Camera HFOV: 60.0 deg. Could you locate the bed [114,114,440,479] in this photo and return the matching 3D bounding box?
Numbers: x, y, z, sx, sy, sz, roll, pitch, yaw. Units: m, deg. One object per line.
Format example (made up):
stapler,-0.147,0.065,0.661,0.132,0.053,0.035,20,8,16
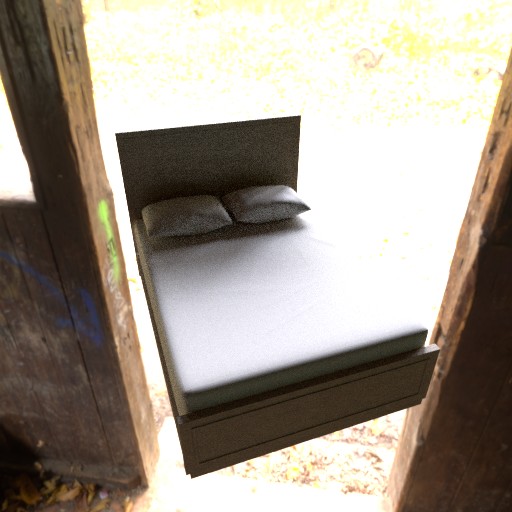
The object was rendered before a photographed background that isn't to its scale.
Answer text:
bed,0.000,0.000,3.236,1.606,1.369,2.189,-11,34,-16
